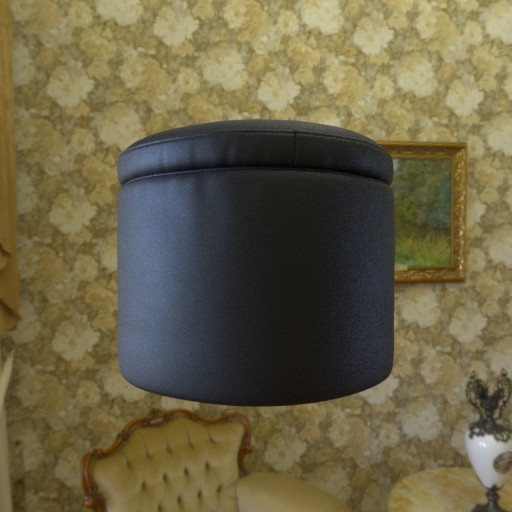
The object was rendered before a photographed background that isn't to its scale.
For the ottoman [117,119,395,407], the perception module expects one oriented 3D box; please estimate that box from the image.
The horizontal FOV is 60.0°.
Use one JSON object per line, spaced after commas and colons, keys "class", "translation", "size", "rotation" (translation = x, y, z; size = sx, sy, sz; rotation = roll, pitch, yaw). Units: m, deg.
{"class": "ottoman", "translation": [0.000, 0.000, 0.840], "size": [0.501, 0.409, 0.501], "rotation": [0, 0, 0]}
